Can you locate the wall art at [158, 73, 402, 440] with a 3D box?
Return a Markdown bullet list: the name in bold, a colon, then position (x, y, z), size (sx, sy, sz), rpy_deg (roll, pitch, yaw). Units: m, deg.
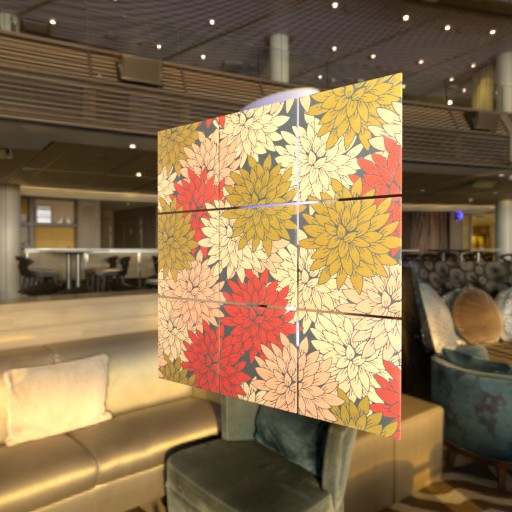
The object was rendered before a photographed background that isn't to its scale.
- **wall art**: position (0.000, 0.000, 2.312), size (1.519, 1.534, 0.013), rpy_deg (0, 1, 37)
